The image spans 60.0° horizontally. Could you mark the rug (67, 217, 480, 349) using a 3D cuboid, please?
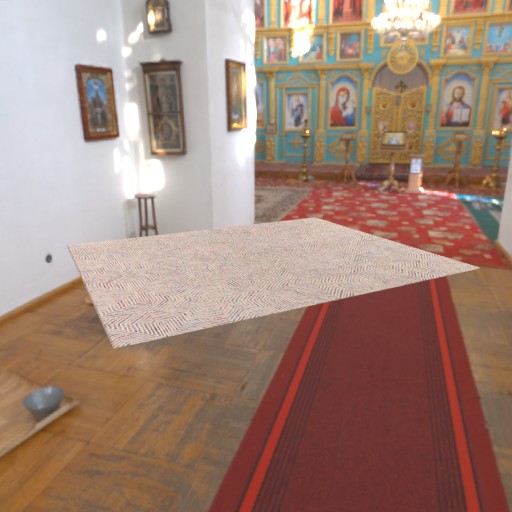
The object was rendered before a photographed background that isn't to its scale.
[{"bbox_3d":[0.000,0.000,4.134,3.046,0.008,2.442,-8,18,-27],"label":"rug"}]
